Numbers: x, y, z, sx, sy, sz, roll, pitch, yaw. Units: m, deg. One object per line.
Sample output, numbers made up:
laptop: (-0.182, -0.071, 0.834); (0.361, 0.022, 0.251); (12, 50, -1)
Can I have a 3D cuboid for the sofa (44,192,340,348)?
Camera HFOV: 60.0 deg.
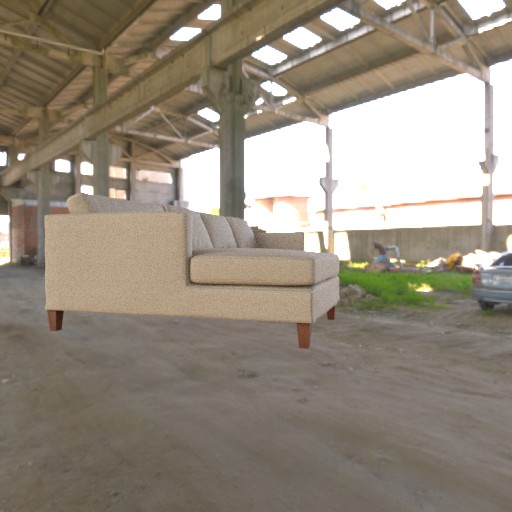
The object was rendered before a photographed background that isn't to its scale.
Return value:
sofa: (0.000, 0.000, 3.867); (1.625, 0.846, 3.186); (0, 1, 18)
